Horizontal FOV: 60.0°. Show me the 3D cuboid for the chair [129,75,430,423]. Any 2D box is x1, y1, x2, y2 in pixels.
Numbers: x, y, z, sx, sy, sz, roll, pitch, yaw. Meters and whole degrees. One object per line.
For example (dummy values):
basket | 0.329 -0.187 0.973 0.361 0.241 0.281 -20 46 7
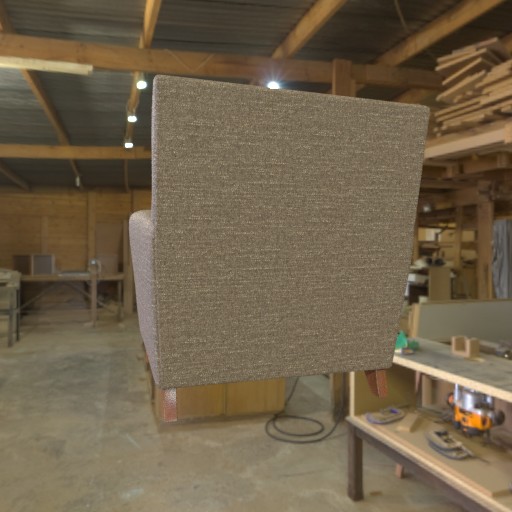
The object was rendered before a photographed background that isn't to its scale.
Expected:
chair | 0.000 0.000 1.560 0.838 0.885 0.875 0 1 -18
